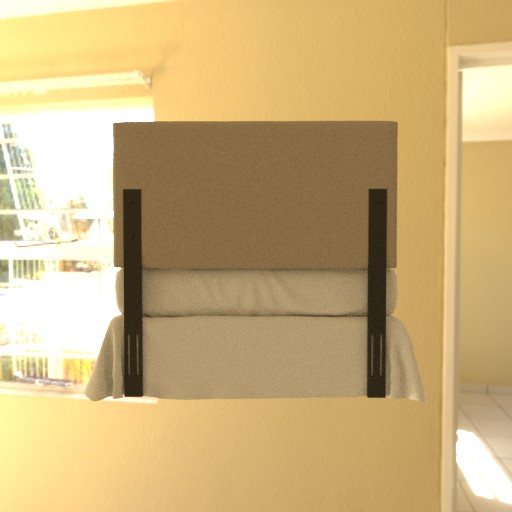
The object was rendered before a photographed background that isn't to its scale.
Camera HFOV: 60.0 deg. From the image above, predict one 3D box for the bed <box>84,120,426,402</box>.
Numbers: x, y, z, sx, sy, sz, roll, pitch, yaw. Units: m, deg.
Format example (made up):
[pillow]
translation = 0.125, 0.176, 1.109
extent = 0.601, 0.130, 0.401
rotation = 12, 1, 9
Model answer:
[bed]
translation = 0.000, 0.000, 3.537
extent = 1.936, 1.577, 2.222
rotation = 0, 1, 1
